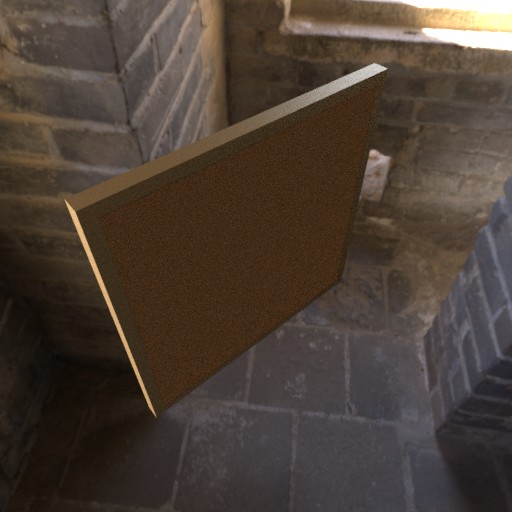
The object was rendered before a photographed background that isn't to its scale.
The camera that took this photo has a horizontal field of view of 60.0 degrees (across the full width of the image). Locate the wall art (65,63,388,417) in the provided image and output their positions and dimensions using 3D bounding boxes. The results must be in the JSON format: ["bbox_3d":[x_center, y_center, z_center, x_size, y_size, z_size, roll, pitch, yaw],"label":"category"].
[{"bbox_3d":[0.000,0.000,2.875,1.926,1.926,0.099,-32,55,-26],"label":"wall art"}]
